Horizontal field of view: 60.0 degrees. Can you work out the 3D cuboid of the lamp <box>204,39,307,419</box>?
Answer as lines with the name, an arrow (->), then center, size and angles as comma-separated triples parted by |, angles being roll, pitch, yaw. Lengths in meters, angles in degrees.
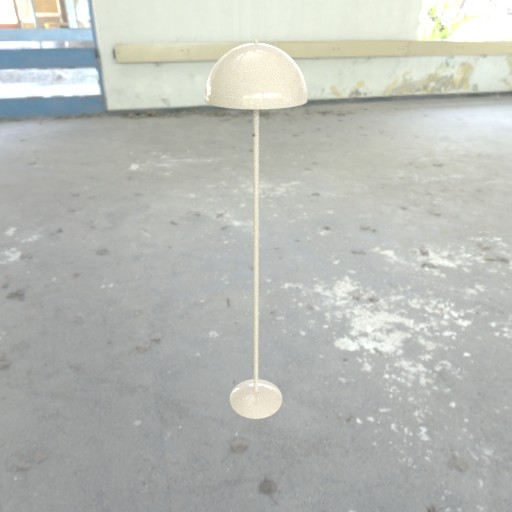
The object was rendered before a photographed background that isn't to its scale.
lamp -> 0.000, 0.000, 1.686 | 0.328, 1.480, 0.328 | -7, 29, -13
